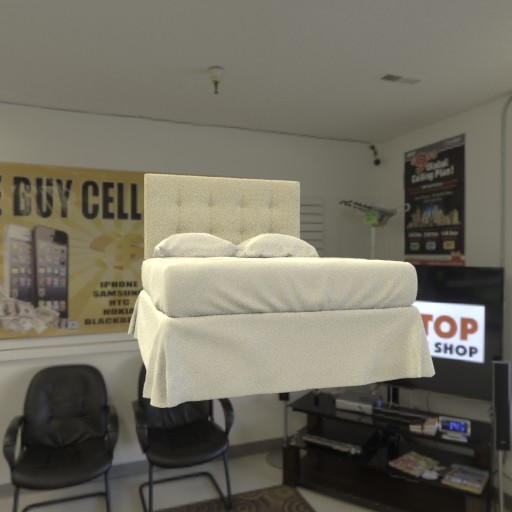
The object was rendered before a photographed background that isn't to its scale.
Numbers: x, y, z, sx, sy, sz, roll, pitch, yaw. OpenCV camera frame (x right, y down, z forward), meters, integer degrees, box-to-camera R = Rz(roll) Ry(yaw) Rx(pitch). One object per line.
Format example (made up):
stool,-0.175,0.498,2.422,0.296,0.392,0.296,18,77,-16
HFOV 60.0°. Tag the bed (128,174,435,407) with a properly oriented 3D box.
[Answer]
bed,0.000,0.000,3.600,1.936,1.577,2.222,0,1,-18
